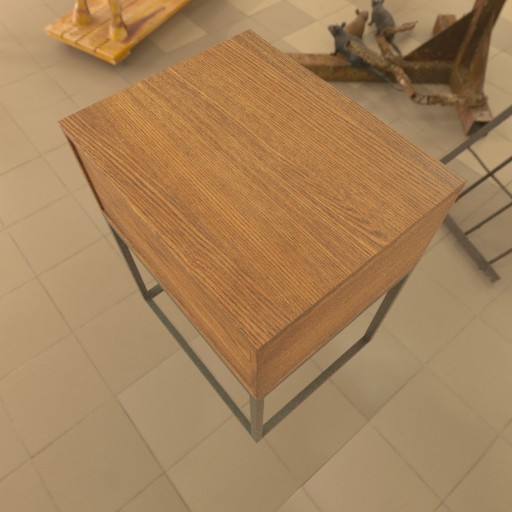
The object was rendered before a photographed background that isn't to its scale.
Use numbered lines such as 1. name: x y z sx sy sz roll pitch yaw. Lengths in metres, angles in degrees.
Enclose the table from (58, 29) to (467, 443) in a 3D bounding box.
1. table: 0.000 0.000 0.915 0.400 0.610 0.482 -35 64 -20
